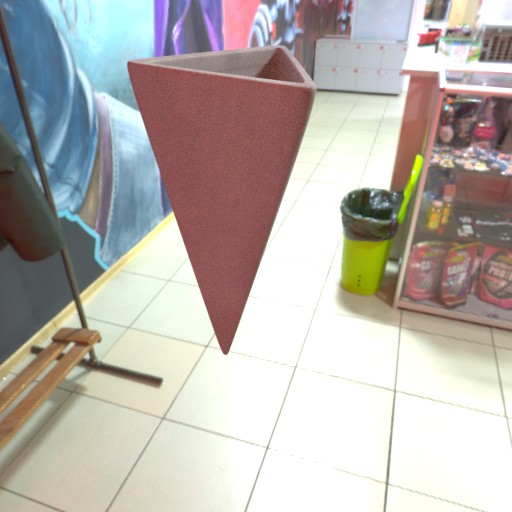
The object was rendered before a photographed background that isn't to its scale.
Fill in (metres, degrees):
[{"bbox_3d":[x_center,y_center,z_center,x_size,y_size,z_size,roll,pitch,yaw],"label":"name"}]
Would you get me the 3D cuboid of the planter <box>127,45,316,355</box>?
[{"bbox_3d":[0.000,0.000,0.159,0.058,0.130,0.047,-23,38,-32],"label":"planter"}]
